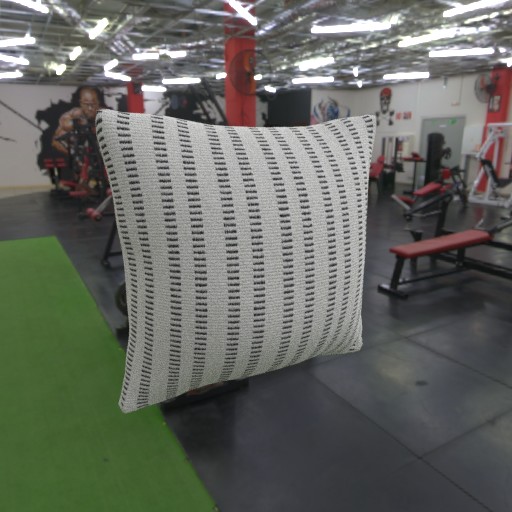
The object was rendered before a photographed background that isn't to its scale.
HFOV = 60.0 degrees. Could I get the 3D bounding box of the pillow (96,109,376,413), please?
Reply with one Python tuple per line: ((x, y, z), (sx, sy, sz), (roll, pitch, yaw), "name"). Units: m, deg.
((0.000, 0.000, 0.677), (0.438, 0.419, 0.247), (-8, 17, -26), "pillow")
